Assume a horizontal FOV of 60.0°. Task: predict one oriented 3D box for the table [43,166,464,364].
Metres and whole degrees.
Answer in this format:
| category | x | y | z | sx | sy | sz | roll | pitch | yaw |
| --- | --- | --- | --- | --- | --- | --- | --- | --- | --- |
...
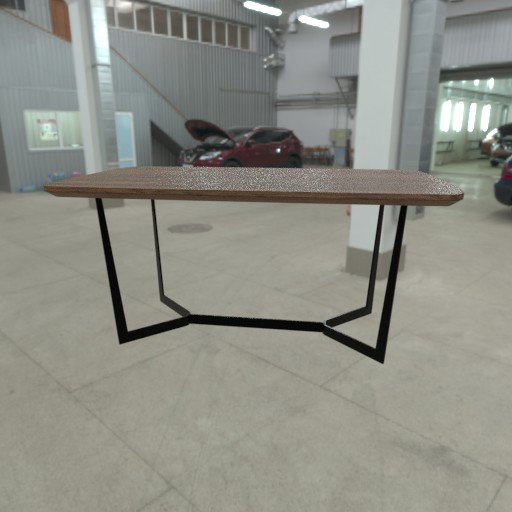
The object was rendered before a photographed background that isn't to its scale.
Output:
| category | x | y | z | sx | sy | sz | roll | pitch | yaw |
| --- | --- | --- | --- | --- | --- | --- | --- | --- | --- |
| table | 0.000 | 0.000 | 2.160 | 1.643 | 0.765 | 0.949 | 2 | 16 | 8 |
